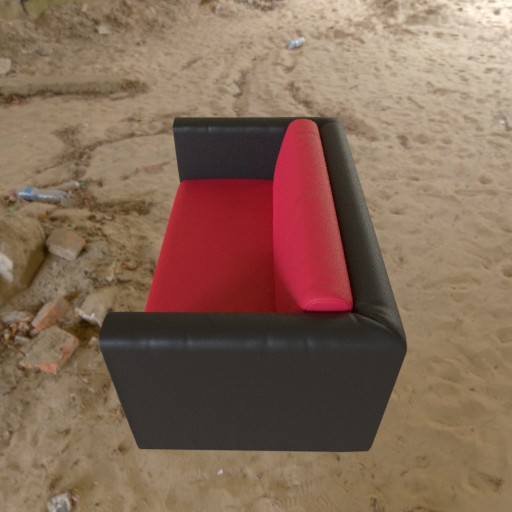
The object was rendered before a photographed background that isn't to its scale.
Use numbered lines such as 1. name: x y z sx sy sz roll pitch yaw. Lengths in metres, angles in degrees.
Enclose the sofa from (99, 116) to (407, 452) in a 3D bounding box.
1. sofa: 0.000 0.000 1.898 0.845 0.735 1.410 1 42 1
